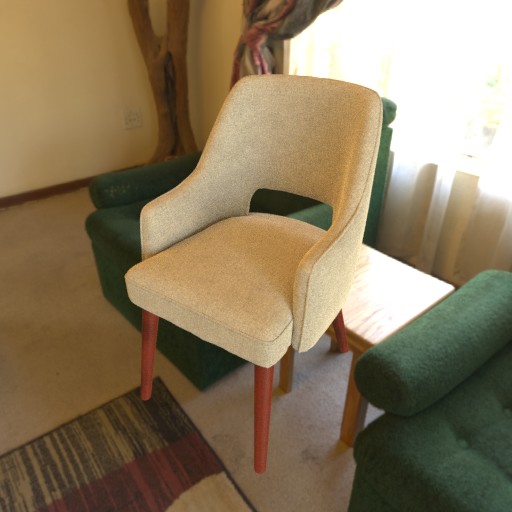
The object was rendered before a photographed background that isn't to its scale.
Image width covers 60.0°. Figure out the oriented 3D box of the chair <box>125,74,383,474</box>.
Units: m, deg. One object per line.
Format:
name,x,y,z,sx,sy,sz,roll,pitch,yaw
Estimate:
chair,0.000,0.000,1.222,0.548,0.849,0.605,20,36,29
